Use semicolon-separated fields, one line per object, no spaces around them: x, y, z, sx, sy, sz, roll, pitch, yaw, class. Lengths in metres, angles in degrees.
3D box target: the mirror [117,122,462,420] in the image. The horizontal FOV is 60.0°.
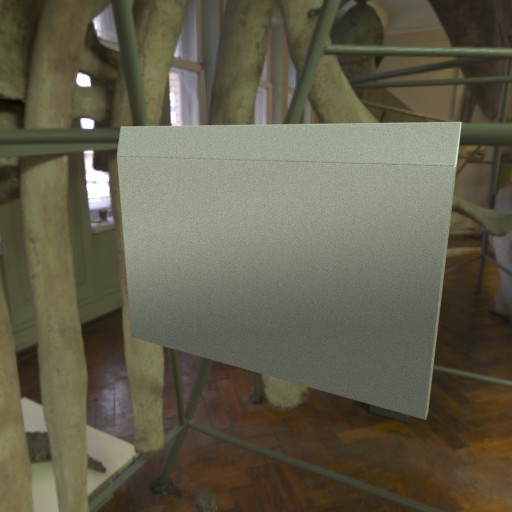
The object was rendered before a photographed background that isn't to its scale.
0.000;0.000;1.109;0.870;0.630;0.030;8;17;28;mirror
